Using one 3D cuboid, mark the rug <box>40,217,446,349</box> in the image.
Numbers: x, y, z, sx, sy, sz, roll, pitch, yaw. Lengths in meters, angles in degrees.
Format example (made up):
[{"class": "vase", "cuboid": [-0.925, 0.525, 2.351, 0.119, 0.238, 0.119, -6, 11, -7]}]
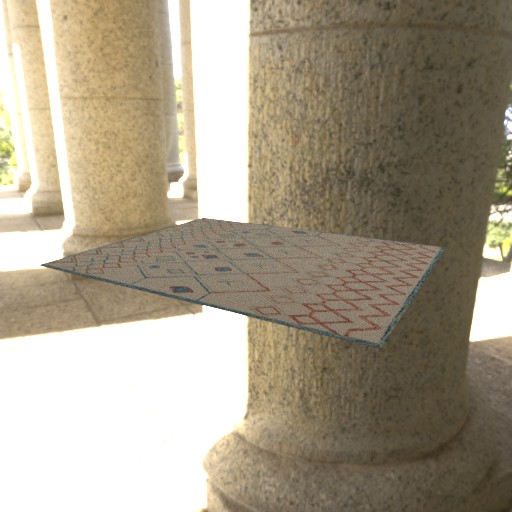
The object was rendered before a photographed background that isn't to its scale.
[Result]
[{"class": "rug", "cuboid": [0.000, 0.000, 4.224, 3.050, 0.016, 2.441, 9, 19, 29]}]
